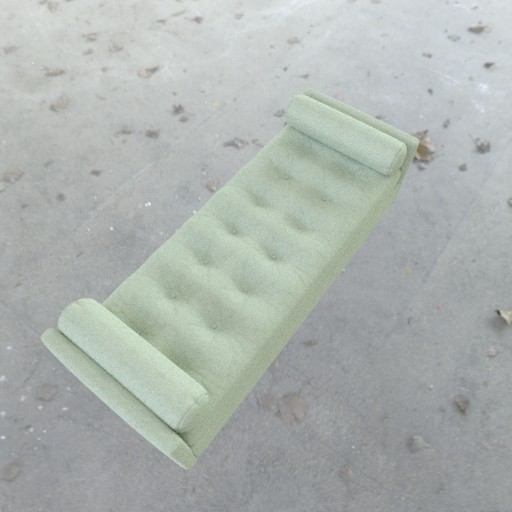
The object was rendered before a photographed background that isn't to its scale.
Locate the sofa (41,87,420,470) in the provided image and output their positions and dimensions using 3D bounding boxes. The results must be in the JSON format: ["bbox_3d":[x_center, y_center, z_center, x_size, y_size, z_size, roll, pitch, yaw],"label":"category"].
[{"bbox_3d":[0.000,0.000,2.458,0.796,0.705,2.102,33,64,18],"label":"sofa"}]
